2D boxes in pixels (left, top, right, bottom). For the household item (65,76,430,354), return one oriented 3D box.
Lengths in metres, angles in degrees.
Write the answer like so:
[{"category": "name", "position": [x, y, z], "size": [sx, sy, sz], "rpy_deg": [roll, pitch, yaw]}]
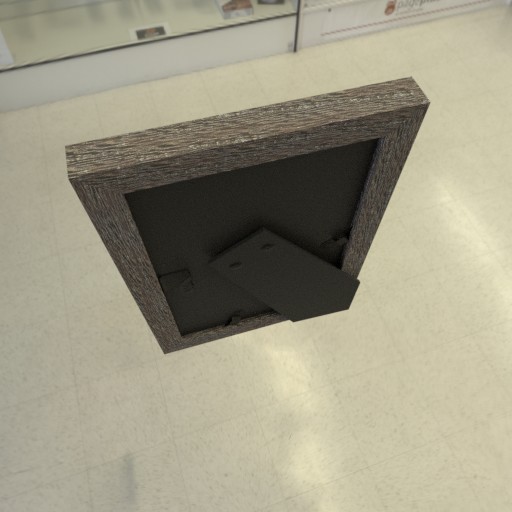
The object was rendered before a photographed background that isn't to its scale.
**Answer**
[{"category": "household item", "position": [0.000, 0.000, 0.236], "size": [0.133, 0.180, 0.020], "rpy_deg": [-14, 60, -8]}]
